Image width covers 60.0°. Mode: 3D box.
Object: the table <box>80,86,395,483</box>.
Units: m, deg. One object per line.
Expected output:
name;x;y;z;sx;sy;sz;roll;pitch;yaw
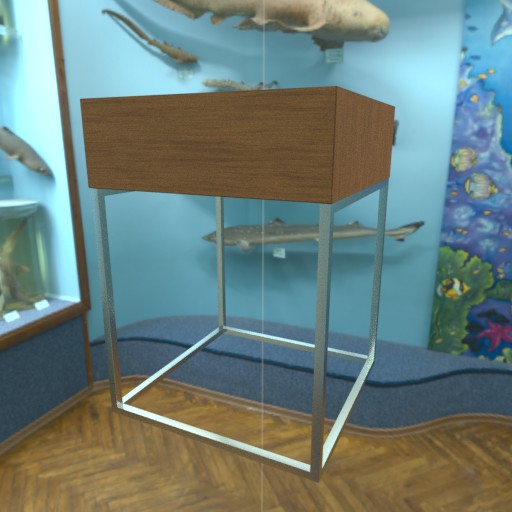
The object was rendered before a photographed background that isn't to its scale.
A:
table;0.000;0.000;0.826;0.397;0.540;0.398;7;17;25
